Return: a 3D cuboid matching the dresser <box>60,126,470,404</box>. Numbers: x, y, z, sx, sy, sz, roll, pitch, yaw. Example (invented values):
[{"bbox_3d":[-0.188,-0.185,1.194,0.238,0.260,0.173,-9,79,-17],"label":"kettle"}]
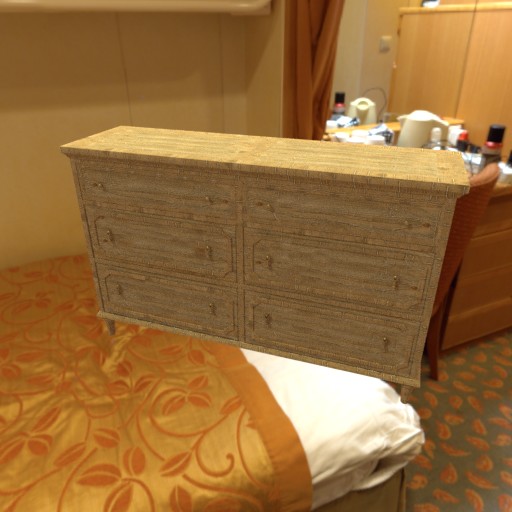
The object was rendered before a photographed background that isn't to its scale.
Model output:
[{"bbox_3d":[0.000,0.000,2.098,1.626,1.016,0.457,9,29,17],"label":"dresser"}]
